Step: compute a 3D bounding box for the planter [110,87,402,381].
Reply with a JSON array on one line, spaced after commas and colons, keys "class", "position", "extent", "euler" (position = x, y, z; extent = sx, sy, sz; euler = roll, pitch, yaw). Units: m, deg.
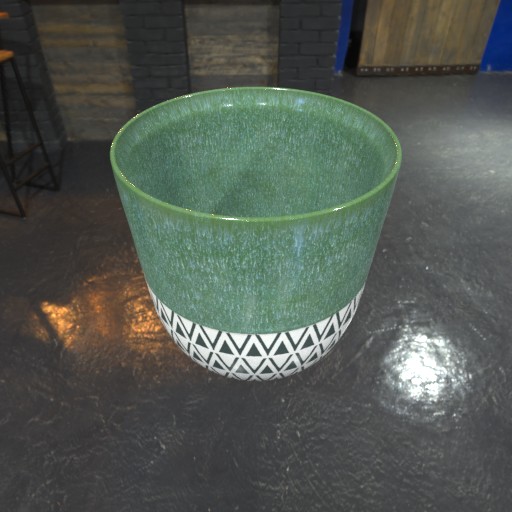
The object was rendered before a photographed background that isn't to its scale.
[{"class": "planter", "position": [0.000, 0.000, 0.373], "extent": [0.195, 0.214, 0.195], "euler": [0, 40, 0]}]
